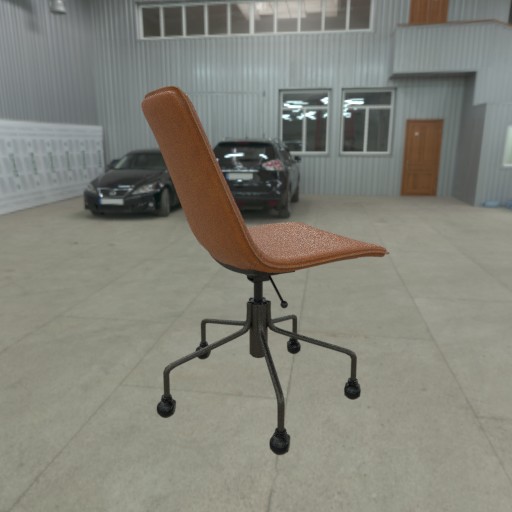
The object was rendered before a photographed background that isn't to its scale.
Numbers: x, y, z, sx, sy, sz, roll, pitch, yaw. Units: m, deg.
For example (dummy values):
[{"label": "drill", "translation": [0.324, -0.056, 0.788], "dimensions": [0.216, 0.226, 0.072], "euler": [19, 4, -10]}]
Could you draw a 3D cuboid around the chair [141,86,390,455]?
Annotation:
[{"label": "chair", "translation": [0.000, 0.000, 1.352], "dimensions": [0.660, 0.920, 0.651], "euler": [-7, 16, -25]}]
